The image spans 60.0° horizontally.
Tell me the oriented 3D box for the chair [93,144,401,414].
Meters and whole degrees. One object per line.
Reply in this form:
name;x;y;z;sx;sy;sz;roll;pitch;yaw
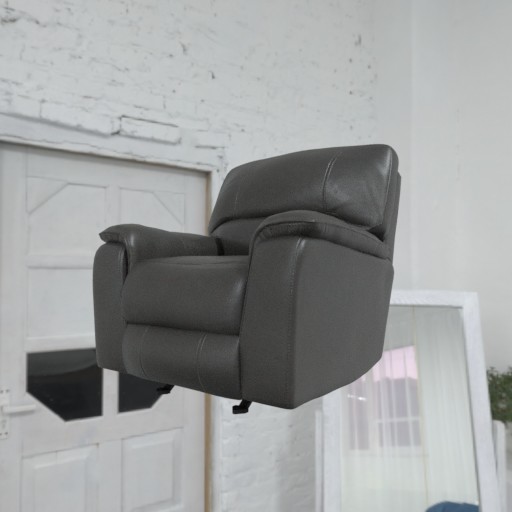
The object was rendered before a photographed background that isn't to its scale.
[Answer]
chair;0.000;0.000;2.003;1.096;1.109;1.087;-1;-1;36
